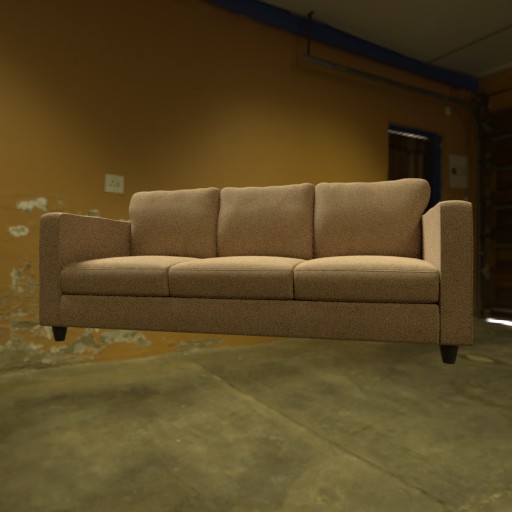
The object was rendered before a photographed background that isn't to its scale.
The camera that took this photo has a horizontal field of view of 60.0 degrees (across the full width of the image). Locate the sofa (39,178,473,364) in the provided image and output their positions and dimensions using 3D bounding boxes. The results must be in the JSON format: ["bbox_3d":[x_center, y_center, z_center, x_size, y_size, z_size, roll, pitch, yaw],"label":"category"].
[{"bbox_3d":[0.000,0.000,2.260,1.855,0.800,0.930,0,0,15],"label":"sofa"}]
